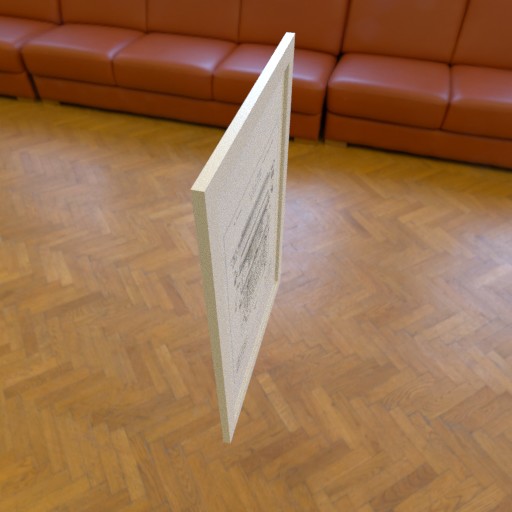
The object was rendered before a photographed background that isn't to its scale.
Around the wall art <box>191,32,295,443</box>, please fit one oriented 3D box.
[{"bbox_3d":[0.000,0.000,0.693,0.013,0.533,0.381,11,47,10],"label":"wall art"}]
